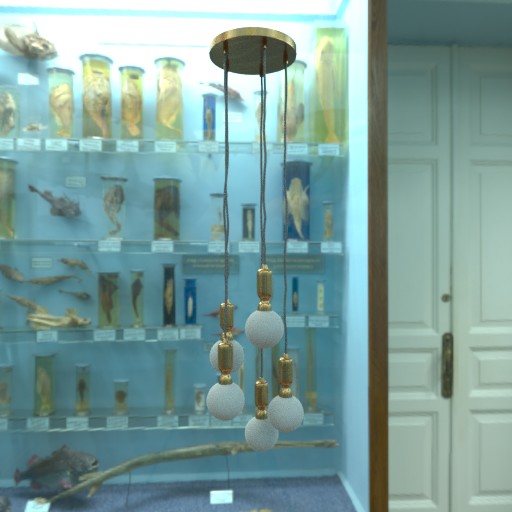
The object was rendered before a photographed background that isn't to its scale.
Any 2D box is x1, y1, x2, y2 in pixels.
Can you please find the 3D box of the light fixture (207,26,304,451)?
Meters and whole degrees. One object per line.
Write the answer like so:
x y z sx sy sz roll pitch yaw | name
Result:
0.000 0.000 0.488 0.105 0.457 0.108 0 0 -2 | light fixture
